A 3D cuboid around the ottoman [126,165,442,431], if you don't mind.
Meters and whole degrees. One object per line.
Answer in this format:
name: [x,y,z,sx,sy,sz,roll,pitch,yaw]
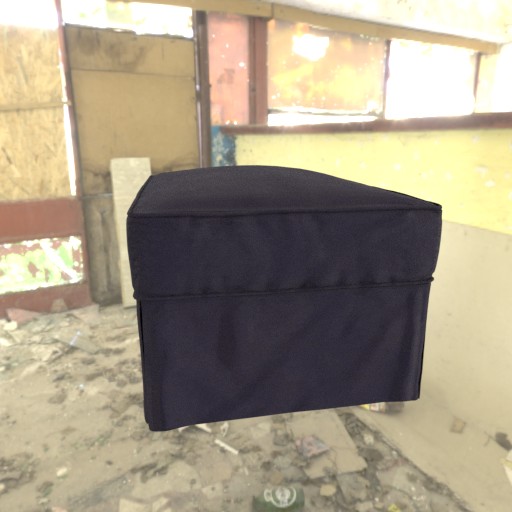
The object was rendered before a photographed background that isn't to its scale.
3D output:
ottoman: [0.000,0.000,1.291,0.637,0.503,0.938,-3,15,-10]
